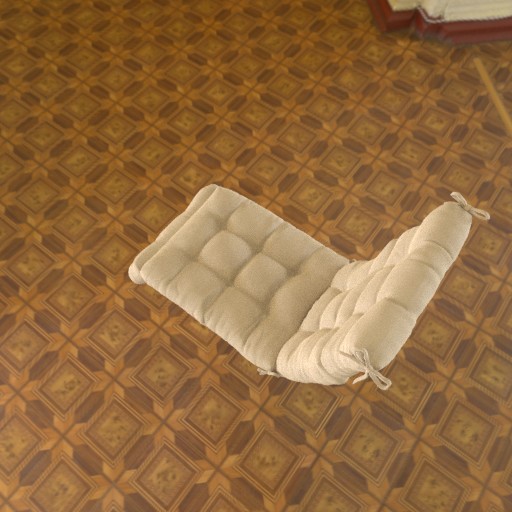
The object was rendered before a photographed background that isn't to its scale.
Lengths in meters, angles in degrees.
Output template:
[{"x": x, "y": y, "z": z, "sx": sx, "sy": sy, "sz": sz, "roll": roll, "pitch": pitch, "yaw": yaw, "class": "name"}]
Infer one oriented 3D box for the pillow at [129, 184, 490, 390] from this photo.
[{"x": 0.000, "y": 0.000, "z": 1.455, "sx": 1.016, "sy": 0.863, "sz": 0.526, "roll": 34, "pitch": 68, "yaw": 16, "class": "pillow"}]
